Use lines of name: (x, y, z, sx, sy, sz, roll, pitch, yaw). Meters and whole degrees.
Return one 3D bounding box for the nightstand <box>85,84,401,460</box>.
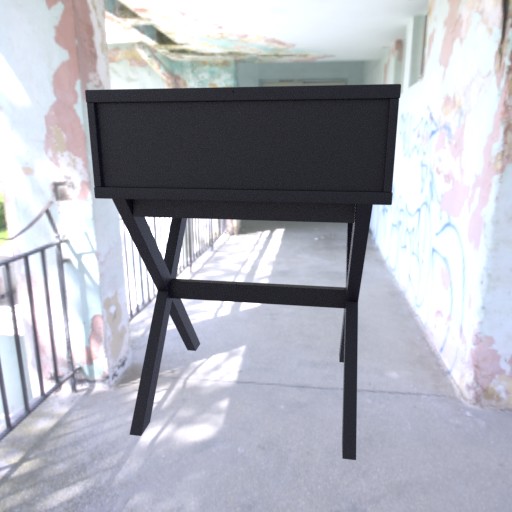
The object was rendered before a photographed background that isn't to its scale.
nightstand: (0.000, 0.000, 0.929, 0.479, 0.623, 0.402, 2, 15, 9)
